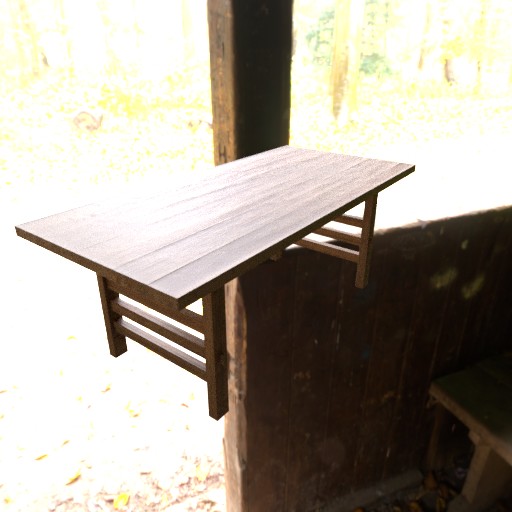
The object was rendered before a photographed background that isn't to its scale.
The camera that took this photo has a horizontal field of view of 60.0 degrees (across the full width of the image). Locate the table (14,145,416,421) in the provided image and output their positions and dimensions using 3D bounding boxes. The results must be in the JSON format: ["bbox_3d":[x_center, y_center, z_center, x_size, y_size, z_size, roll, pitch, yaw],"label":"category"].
[{"bbox_3d":[0.000,0.000,2.424,0.952,0.760,2.003,18,31,33],"label":"table"}]
